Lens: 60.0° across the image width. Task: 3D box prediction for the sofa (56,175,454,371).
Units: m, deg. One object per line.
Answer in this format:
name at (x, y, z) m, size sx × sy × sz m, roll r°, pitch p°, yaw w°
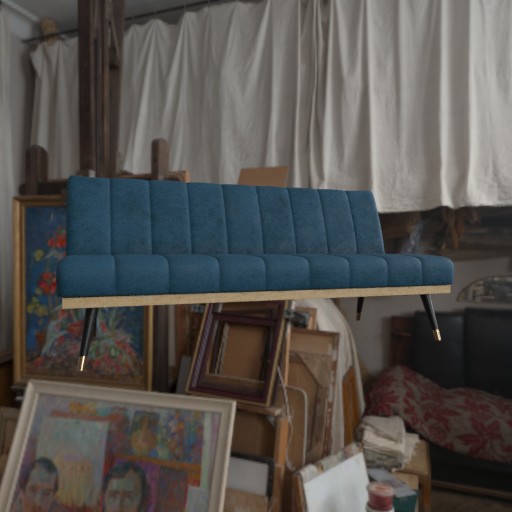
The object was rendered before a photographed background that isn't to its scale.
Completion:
sofa at (0.000, 0.000, 2.258) m, size 1.810 × 0.825 × 0.830 m, roll 0°, pitch 1°, yaw -20°
